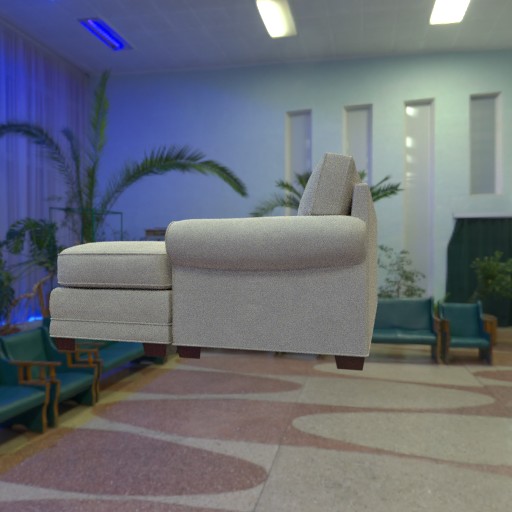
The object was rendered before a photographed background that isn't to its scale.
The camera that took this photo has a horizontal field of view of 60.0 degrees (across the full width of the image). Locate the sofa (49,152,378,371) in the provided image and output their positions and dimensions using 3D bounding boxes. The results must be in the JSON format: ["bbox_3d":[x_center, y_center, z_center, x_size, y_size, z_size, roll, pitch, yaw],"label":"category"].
[{"bbox_3d":[0.000,0.000,2.367,1.226,0.734,1.770,0,0,16],"label":"sofa"}]
